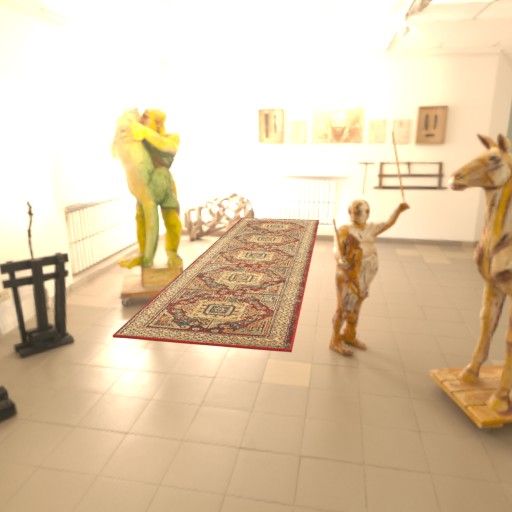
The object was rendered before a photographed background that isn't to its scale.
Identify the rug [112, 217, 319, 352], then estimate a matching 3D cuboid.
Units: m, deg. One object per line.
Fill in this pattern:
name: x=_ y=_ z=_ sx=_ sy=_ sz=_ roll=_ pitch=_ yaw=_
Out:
rug: x=0.000 y=0.000 z=2.646 sx=0.659 sy=0.015 sz=2.292 roll=3 pitch=16 yaw=10
